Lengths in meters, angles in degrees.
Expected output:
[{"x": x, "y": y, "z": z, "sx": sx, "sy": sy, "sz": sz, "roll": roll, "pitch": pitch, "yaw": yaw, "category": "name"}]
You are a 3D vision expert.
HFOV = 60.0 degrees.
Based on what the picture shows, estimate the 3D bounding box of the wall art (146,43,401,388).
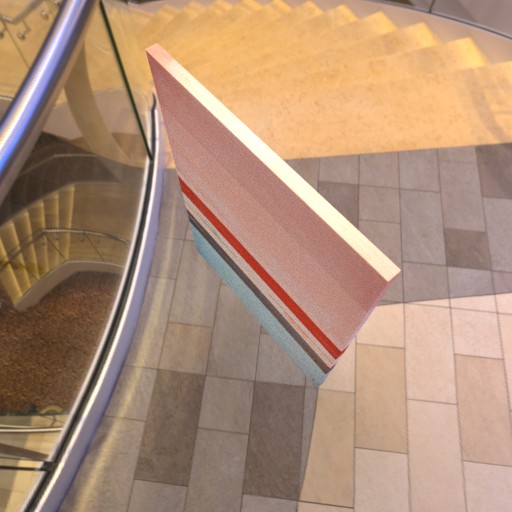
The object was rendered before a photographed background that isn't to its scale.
[{"x": 0.000, "y": 0.000, "z": 1.356, "sx": 0.039, "sy": 1.016, "sz": 0.761, "roll": -36, "pitch": 69, "yaw": -17, "category": "wall art"}]
